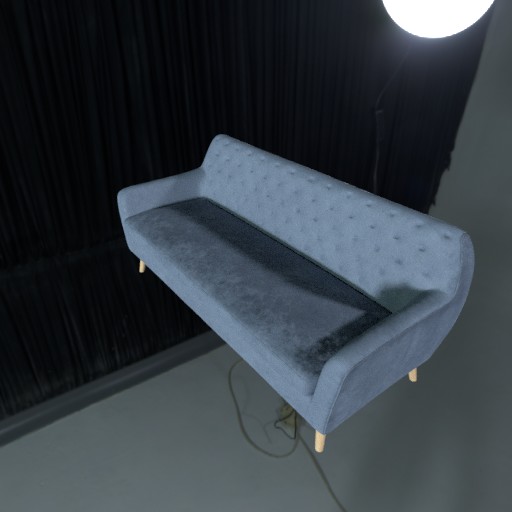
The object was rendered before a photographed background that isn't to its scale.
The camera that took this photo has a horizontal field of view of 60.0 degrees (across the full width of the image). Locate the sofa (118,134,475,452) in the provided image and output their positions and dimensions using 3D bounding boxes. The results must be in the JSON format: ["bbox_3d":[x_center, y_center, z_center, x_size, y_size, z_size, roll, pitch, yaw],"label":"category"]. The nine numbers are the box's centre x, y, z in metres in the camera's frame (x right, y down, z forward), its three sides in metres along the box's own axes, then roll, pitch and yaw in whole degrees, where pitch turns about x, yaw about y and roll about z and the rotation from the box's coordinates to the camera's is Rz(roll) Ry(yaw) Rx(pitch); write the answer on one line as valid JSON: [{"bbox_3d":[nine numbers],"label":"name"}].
[{"bbox_3d":[0.000,0.000,2.421,0.841,0.832,1.975,-21,37,-31],"label":"sofa"}]
